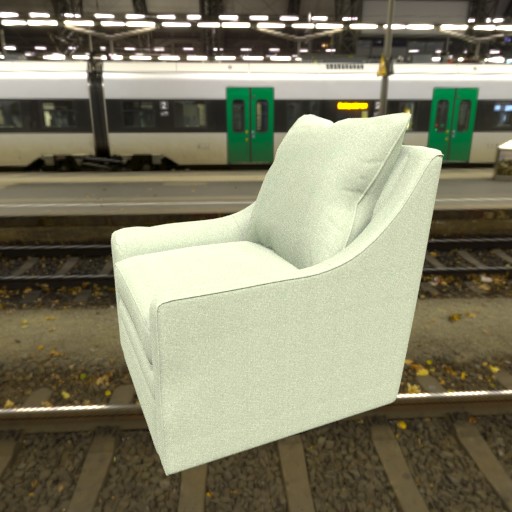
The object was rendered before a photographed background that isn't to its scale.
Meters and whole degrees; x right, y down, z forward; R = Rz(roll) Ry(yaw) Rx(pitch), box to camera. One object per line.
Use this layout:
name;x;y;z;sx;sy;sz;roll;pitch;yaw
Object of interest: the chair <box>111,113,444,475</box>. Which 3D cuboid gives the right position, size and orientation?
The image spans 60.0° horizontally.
chair;0.000;0.000;1.507;0.870;0.926;0.760;-8;19;-23
